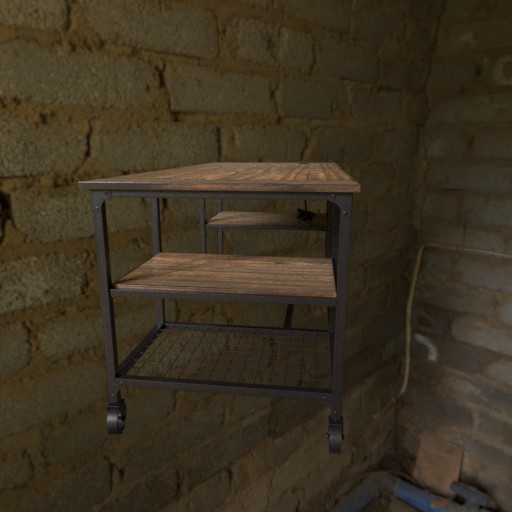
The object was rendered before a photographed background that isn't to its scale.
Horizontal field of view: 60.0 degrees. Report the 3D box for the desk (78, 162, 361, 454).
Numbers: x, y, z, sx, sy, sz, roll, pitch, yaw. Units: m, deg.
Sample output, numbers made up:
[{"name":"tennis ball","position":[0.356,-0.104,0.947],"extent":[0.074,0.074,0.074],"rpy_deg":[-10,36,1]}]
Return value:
[{"name":"desk","position":[0.000,0.000,1.931],"extent":[0.711,0.751,1.590],"rpy_deg":[2,14,7]}]
